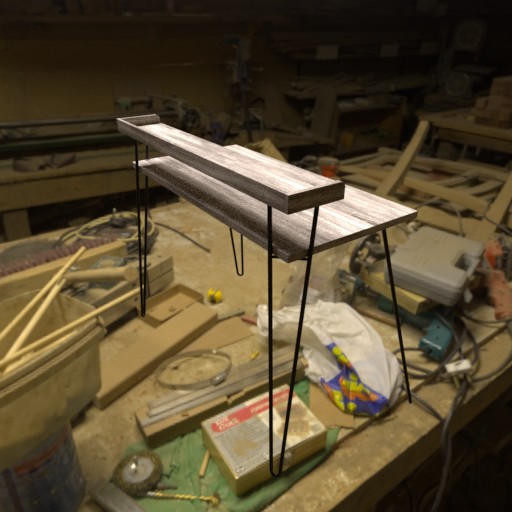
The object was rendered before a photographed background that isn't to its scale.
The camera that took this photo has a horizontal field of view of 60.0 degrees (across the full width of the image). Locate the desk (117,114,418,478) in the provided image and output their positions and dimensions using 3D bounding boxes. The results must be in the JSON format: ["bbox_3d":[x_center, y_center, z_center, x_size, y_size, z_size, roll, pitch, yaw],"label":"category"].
[{"bbox_3d":[0.000,0.000,1.649,0.605,0.899,1.135,-18,33,-31],"label":"desk"}]
